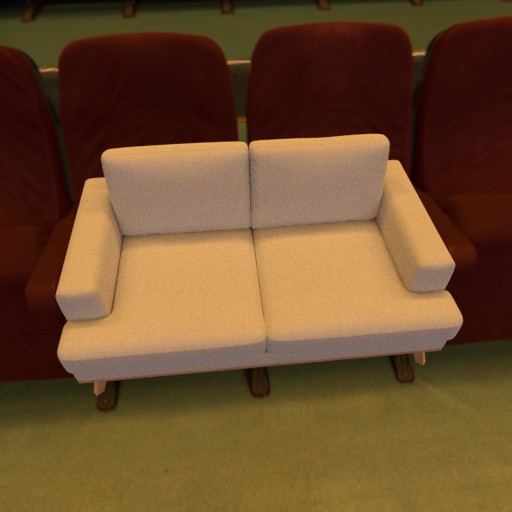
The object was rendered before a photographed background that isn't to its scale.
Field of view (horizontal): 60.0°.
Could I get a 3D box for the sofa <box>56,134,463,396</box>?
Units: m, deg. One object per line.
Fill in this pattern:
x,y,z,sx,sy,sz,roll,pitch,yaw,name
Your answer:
0.000,0.000,2.047,1.651,0.810,0.915,-4,48,-4,sofa
